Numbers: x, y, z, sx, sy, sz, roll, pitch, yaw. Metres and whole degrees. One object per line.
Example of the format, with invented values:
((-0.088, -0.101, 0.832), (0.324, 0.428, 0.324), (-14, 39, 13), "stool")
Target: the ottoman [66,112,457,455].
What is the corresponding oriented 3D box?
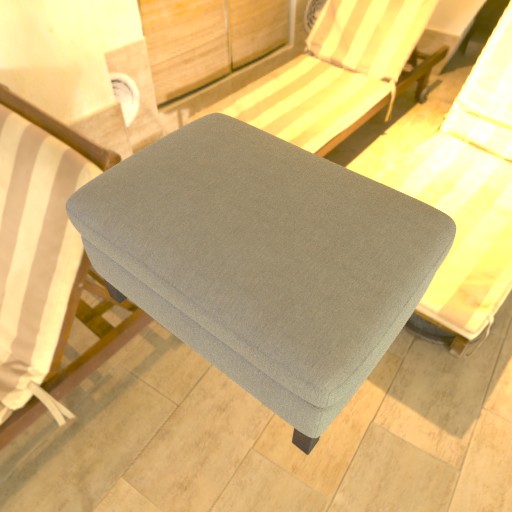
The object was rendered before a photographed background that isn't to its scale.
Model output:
((0.000, 0.000, 1.060), (0.735, 0.404, 0.528), (31, 55, 26), "ottoman")
